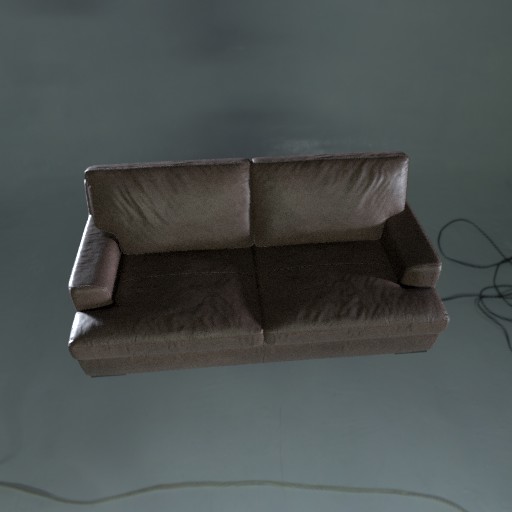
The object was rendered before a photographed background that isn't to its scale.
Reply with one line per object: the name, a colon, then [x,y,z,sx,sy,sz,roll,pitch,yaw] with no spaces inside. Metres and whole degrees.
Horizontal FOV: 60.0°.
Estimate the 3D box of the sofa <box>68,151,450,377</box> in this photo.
sofa: [0.000,0.000,2.829,2.261,0.941,1.143,-4,46,-3]
